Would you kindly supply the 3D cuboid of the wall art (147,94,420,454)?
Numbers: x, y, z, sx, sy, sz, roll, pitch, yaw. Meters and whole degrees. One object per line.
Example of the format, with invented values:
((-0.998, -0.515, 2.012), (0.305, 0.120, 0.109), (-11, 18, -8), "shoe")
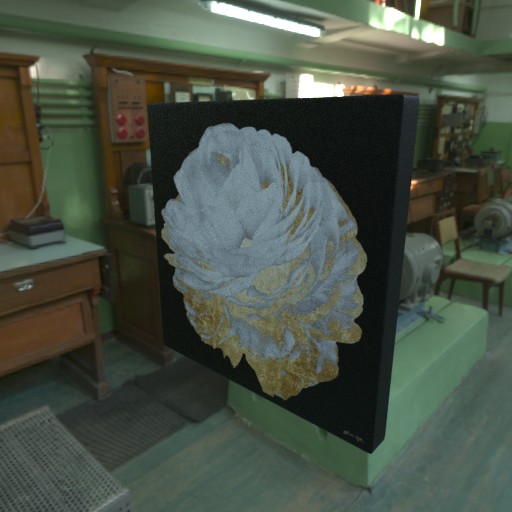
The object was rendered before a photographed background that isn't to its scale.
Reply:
((0.000, 0.000, 0.612), (0.406, 0.407, 0.041), (15, 23, 40), "wall art")
